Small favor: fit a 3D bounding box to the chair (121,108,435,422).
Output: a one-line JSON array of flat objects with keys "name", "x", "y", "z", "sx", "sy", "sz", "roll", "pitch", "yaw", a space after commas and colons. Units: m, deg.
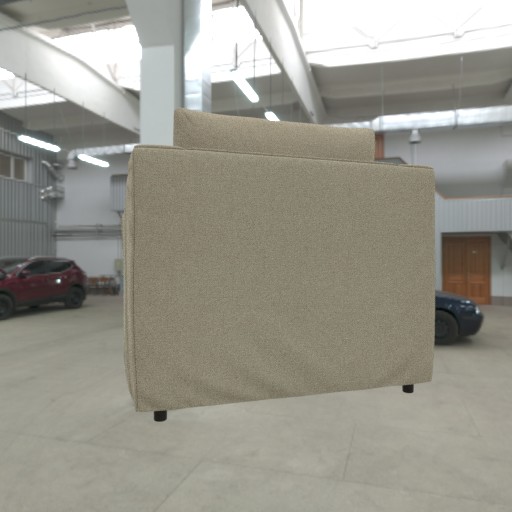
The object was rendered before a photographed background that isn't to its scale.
[{"name": "chair", "x": 0.000, "y": 0.000, "z": 2.070, "sx": 1.194, "sy": 1.093, "sz": 1.071, "roll": 0, "pitch": 0, "yaw": -18}]
